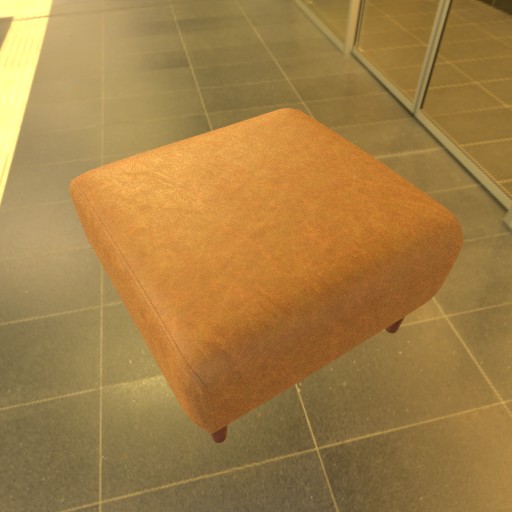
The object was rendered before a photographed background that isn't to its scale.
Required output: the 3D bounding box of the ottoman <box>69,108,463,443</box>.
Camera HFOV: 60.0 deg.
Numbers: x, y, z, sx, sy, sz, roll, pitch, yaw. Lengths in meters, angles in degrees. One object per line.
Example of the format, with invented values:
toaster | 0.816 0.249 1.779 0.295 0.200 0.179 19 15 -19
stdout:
ottoman | 0.000 0.000 1.070 0.650 0.399 0.650 -25 50 -22
